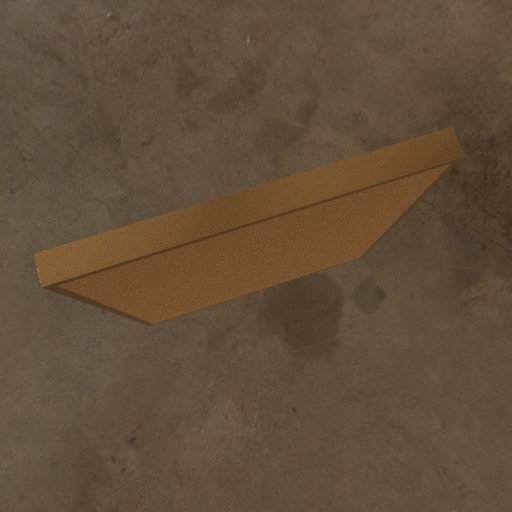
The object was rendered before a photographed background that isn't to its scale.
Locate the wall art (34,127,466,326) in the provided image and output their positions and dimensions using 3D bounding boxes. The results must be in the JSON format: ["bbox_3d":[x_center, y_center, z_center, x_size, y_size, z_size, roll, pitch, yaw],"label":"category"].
[{"bbox_3d":[0.000,0.000,0.757,0.509,0.509,0.040,-18,77,-4],"label":"wall art"}]
